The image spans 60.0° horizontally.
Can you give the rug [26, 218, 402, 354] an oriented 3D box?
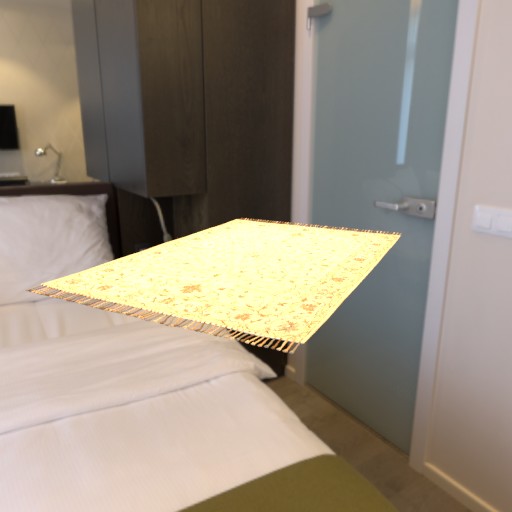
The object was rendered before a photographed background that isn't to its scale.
[{"bbox_3d":[0.000,0.000,2.369,1.218,0.017,1.861,8,17,26],"label":"rug"}]
